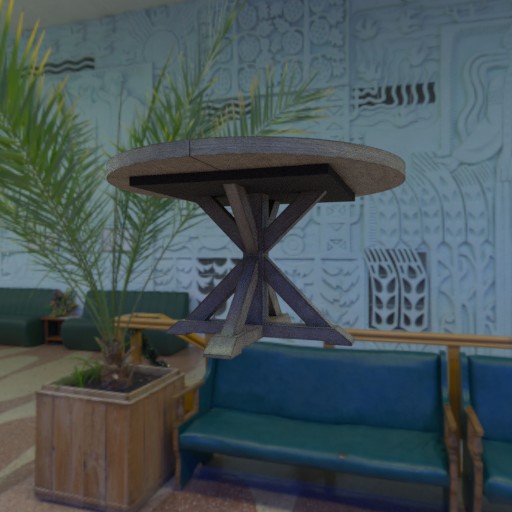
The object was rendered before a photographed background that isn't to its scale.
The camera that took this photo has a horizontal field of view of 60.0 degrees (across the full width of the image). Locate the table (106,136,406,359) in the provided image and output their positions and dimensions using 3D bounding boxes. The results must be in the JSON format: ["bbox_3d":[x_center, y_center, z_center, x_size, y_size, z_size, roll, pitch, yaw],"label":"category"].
[{"bbox_3d":[0.000,0.000,2.124,1.363,0.781,1.363,0,0,0],"label":"table"}]
